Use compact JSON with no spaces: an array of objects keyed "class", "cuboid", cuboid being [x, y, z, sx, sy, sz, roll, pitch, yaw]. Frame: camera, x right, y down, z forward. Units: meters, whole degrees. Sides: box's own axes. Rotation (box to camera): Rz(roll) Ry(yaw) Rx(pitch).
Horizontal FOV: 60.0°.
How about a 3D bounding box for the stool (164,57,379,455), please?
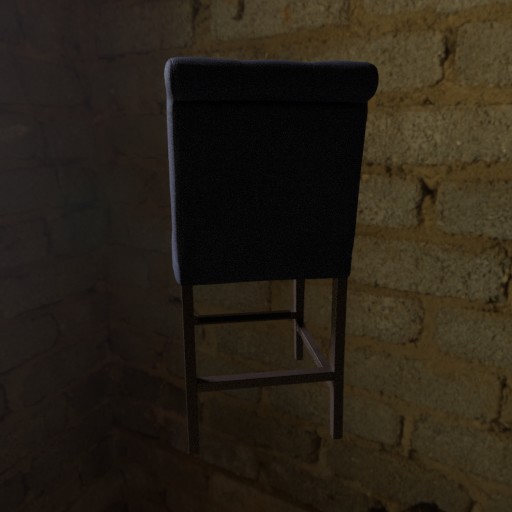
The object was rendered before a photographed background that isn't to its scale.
[{"class":"stool","cuboid":[0.000,0.000,1.320,0.493,1.010,0.601,-2,15,-9]}]
